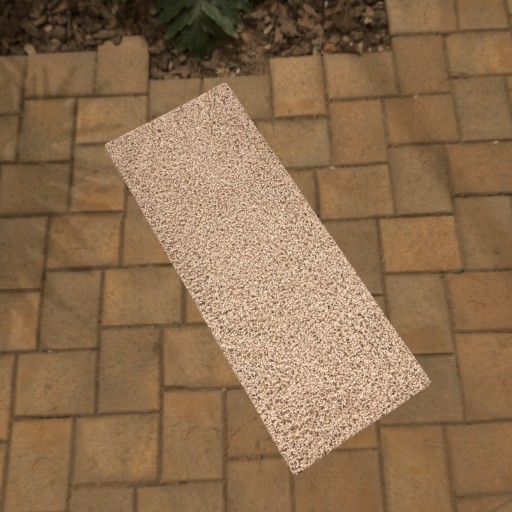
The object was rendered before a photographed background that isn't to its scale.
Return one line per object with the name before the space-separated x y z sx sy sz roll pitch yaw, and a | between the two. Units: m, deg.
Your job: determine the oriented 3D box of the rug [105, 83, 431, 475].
rug | 0.000 0.000 1.782 0.609 0.030 1.524 -30 77 -8
